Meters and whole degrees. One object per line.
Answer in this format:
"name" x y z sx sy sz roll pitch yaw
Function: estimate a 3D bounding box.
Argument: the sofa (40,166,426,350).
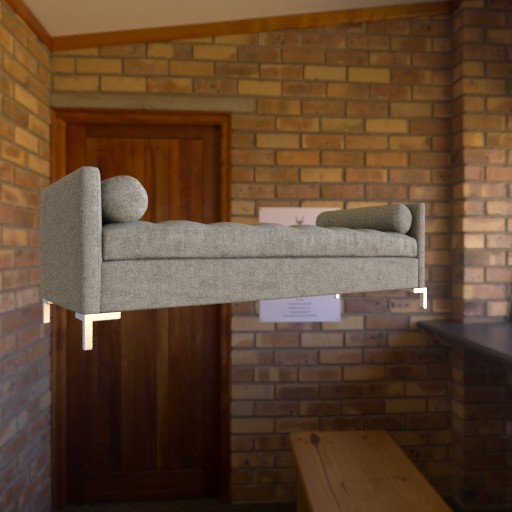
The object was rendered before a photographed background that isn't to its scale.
"sofa" 0.000 0.000 2.483 2.102 0.657 0.797 0 1 -36
